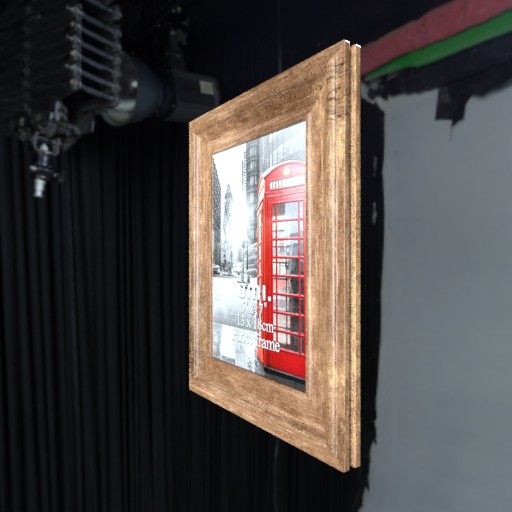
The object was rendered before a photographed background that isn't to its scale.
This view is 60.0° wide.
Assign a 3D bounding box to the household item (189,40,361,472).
[{"bbox_3d":[0.000,0.000,0.322,0.018,0.237,0.186,0,0,-35],"label":"household item"}]
